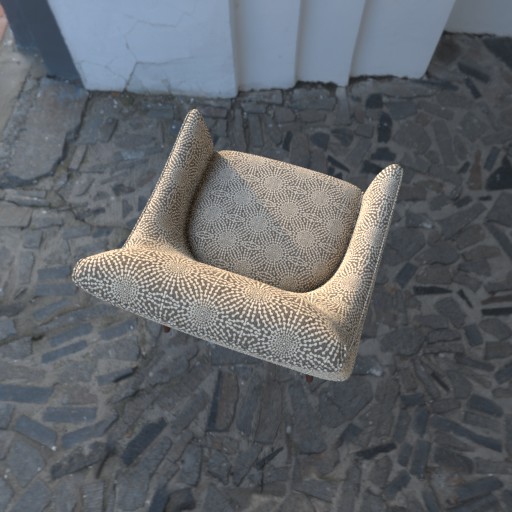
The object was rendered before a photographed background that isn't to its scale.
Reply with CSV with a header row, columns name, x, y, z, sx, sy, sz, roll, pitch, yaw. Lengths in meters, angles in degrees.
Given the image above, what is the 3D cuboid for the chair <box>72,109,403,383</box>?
name,x,y,z,sx,sy,sz,roll,pitch,yaw
chair,0.000,0.000,1.449,0.762,0.838,0.787,17,65,8
